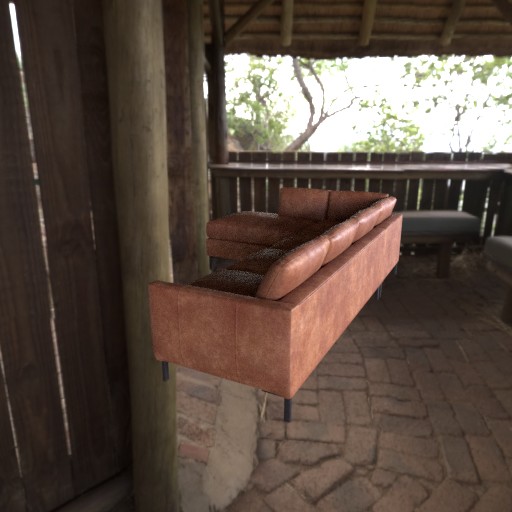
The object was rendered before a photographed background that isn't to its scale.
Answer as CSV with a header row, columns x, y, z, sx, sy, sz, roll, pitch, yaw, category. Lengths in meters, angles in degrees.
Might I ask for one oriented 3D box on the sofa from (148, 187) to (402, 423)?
x,y,z,sx,sy,sz,roll,pitch,yaw,category
0.000,0.000,3.857,1.938,0.877,2.984,8,17,27,sofa
